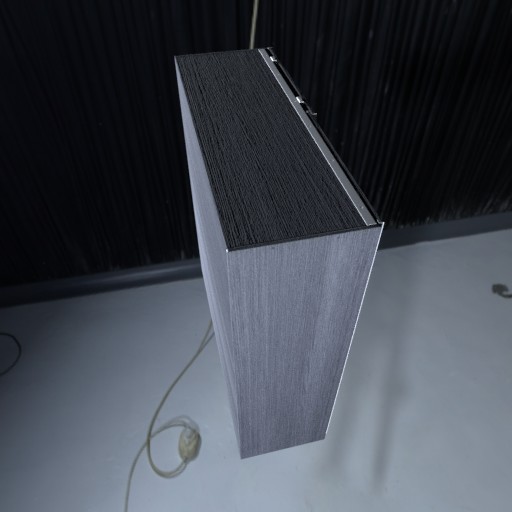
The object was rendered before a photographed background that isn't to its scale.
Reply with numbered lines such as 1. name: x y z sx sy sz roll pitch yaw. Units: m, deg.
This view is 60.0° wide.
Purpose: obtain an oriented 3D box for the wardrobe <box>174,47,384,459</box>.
1. wardrobe: 0.000 0.000 2.909 0.629 1.960 1.780 -10 46 -9
